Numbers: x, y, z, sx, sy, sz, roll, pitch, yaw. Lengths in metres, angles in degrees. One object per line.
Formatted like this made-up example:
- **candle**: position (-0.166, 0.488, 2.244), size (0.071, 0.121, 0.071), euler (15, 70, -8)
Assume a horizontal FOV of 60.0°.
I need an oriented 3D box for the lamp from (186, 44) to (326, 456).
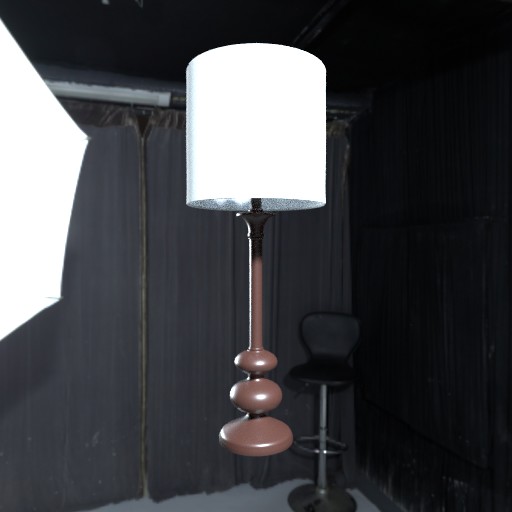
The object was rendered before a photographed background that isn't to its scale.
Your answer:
- **lamp**: position (0.000, 0.000, 0.823), size (0.254, 0.690, 0.254), euler (0, 1, -17)
